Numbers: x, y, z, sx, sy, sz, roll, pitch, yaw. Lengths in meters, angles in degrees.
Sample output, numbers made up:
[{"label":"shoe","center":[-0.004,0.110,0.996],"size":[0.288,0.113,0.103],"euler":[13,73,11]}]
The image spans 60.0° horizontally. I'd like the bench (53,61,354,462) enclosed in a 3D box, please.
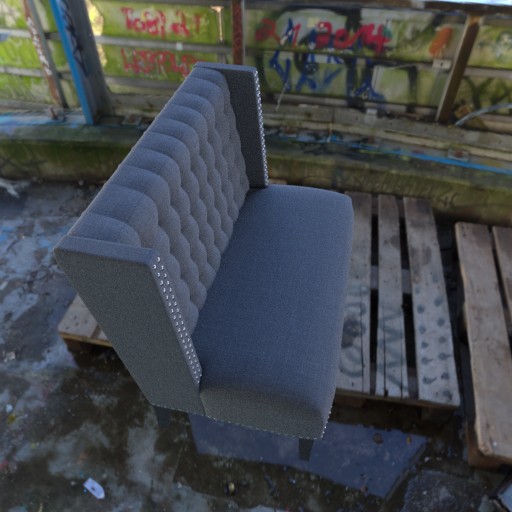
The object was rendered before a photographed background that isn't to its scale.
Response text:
[{"label":"bench","center":[0.000,0.000,1.944],"size":[0.842,1.121,1.276],"euler":[9,47,9]}]
